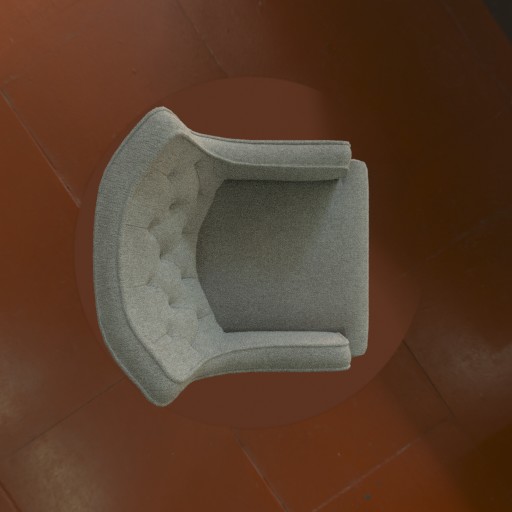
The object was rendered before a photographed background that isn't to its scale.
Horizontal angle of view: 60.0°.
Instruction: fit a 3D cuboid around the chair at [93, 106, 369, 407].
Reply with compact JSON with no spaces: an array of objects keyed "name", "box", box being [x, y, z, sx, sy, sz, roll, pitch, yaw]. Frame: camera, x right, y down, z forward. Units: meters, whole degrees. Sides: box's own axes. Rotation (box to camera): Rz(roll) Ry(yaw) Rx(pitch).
[{"name":"chair","box":[0.000,0.000,1.628,0.910,0.920,0.820,0,90,-1]}]
